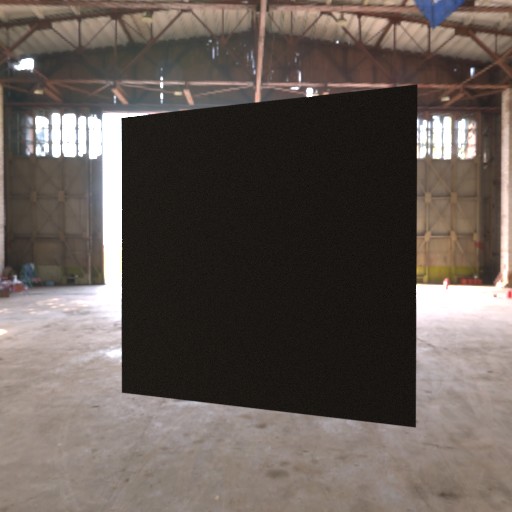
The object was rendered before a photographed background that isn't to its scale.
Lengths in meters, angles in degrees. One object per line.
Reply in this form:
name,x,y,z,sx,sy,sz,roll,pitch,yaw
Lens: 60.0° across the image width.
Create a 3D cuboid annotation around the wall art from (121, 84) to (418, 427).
wall art,0.000,0.000,0.678,0.462,0.458,0.030,0,1,18
